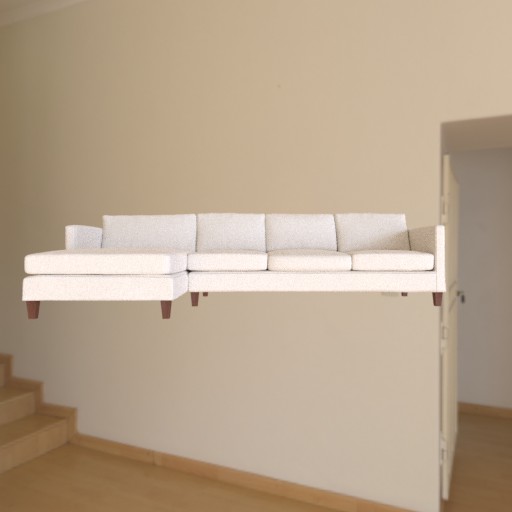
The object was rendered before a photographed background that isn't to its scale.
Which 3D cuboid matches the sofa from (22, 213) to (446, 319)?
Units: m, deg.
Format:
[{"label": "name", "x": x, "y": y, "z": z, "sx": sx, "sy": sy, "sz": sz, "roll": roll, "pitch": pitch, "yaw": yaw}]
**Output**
[{"label": "sofa", "x": 0.000, "y": 0.000, "z": 3.804, "sx": 3.186, "sy": 0.846, "sz": 1.625, "roll": 0, "pitch": 1, "yaw": 0}]
